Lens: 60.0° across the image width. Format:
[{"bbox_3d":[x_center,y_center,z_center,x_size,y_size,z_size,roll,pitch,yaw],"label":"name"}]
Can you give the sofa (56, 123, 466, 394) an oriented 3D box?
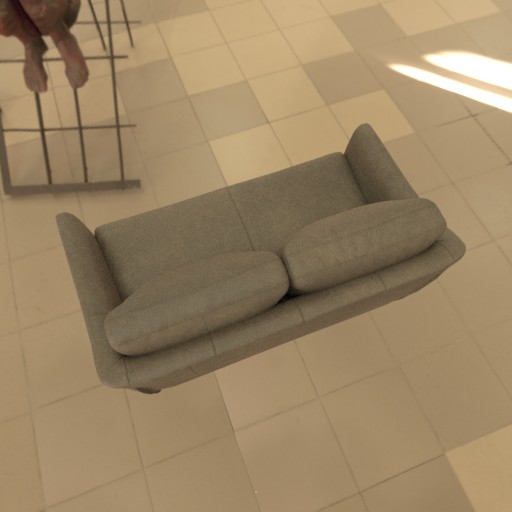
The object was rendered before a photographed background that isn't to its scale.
[{"bbox_3d":[0.000,0.000,2.088,1.619,0.902,0.960,-19,64,-10],"label":"sofa"}]
